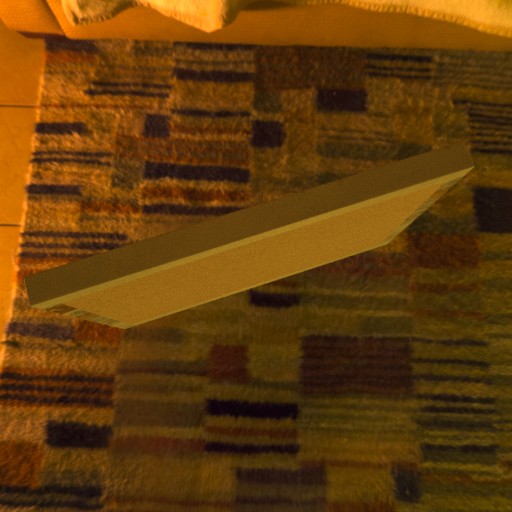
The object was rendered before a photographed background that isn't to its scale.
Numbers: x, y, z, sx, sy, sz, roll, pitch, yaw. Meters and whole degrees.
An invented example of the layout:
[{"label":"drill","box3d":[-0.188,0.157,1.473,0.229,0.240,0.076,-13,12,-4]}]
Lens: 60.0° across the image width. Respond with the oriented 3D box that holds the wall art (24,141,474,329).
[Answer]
[{"label":"wall art","box3d":[0.000,0.000,0.776,0.606,0.407,0.041,-18,77,-4]}]
